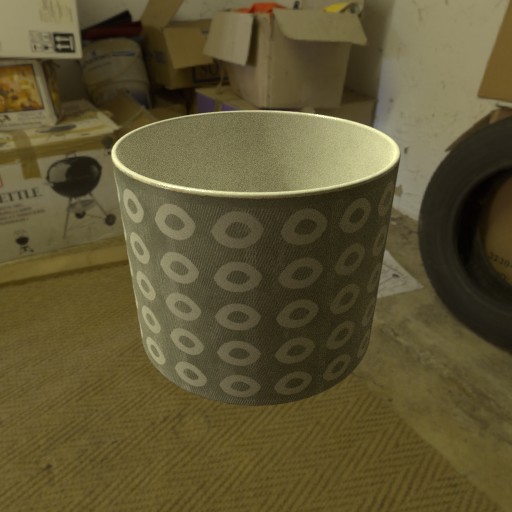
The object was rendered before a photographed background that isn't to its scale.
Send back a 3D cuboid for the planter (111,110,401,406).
[{"bbox_3d":[0.000,0.000,0.347,0.190,0.181,0.190,0,30,0],"label":"planter"}]
